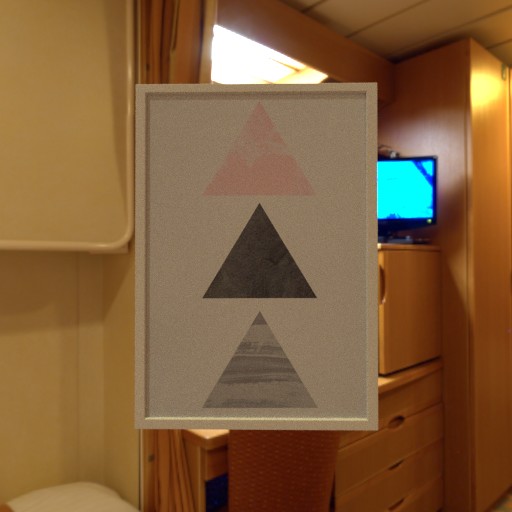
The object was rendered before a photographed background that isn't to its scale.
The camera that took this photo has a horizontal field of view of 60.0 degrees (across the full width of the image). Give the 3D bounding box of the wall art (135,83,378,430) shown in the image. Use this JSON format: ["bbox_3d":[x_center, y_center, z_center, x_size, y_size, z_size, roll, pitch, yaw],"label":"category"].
[{"bbox_3d":[0.000,0.000,0.560,0.303,0.433,0.013,0,-1,1],"label":"wall art"}]
